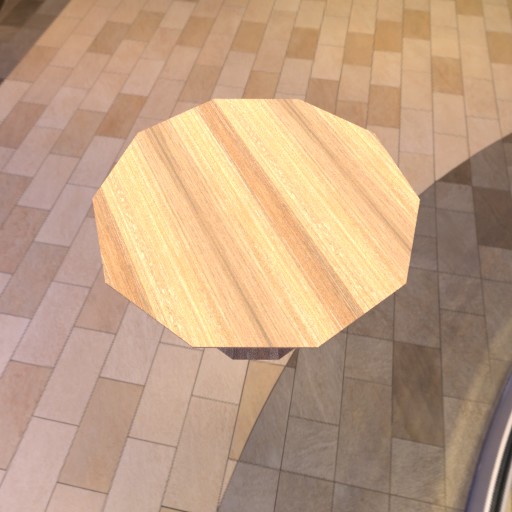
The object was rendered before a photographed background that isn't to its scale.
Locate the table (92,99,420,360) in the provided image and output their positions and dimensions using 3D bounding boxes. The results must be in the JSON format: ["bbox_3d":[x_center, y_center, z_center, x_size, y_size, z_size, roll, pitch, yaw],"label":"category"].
[{"bbox_3d":[0.000,0.000,1.920,1.186,0.752,1.186,0,57,0],"label":"table"}]
